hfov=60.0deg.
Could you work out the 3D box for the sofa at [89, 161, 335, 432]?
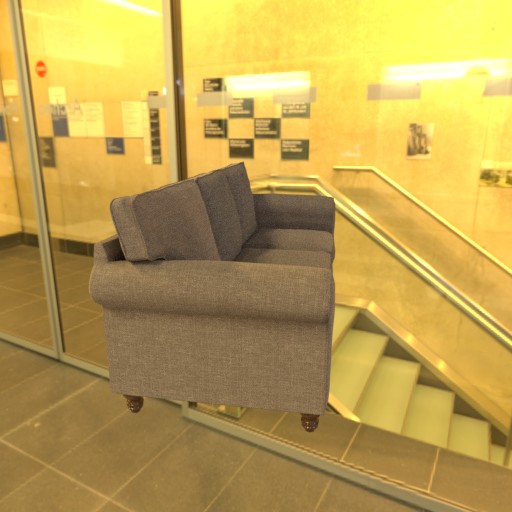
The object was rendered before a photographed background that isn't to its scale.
[{"bbox_3d":[0.000,0.000,2.582,0.916,0.961,2.084,3,16,9],"label":"sofa"}]
